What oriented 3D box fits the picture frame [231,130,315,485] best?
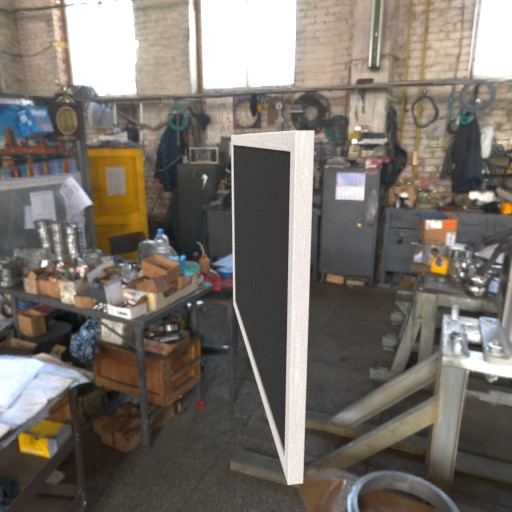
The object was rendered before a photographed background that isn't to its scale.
[{"bbox_3d":[0.000,0.000,1.205,0.029,0.640,0.950,-2,15,-9],"label":"picture frame"}]
